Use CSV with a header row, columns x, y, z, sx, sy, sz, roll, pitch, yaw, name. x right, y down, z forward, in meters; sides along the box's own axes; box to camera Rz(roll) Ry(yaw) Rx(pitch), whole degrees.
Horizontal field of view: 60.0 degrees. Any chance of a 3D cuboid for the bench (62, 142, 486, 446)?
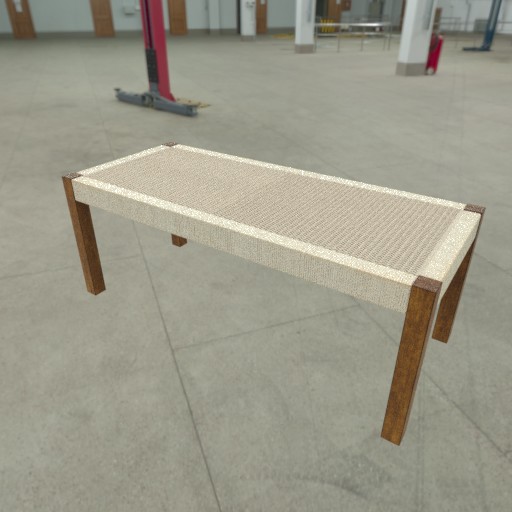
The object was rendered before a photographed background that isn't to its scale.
x,y,z,sx,sy,sz,roll,pitch,yaw,name
0.000,0.000,1.453,1.198,0.457,0.507,19,35,29,bench
